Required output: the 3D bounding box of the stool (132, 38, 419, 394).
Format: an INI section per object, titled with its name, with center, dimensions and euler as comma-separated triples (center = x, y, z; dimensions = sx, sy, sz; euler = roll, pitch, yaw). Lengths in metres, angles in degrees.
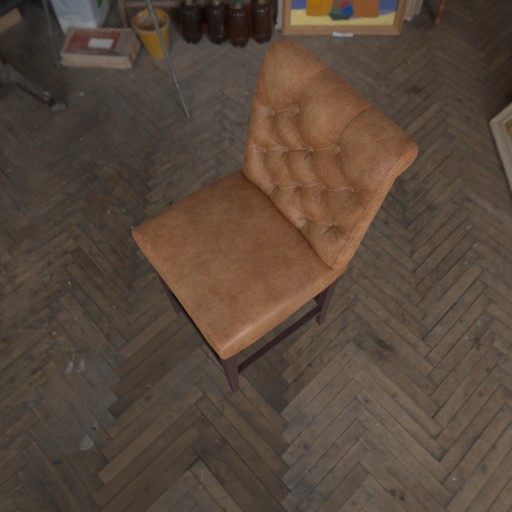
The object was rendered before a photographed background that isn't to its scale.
[stool]
center = 0.000, 0.000, 1.470
dimensions = 0.601, 1.140, 0.493
euler = -34, 69, -16
